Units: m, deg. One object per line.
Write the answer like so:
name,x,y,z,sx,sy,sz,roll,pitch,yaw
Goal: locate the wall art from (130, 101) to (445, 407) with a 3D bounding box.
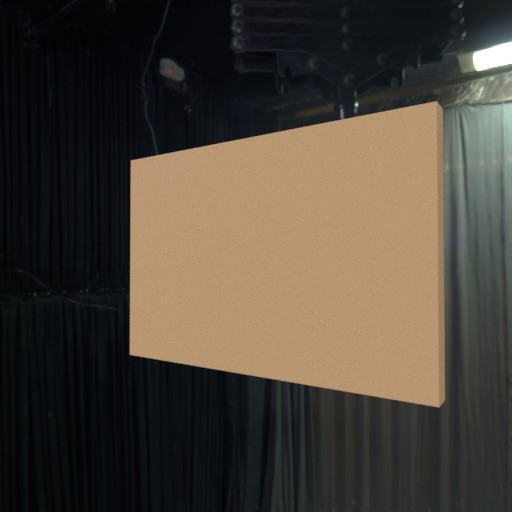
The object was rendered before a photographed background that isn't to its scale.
wall art,0.000,0.000,0.776,0.609,0.407,0.039,-1,-1,34
